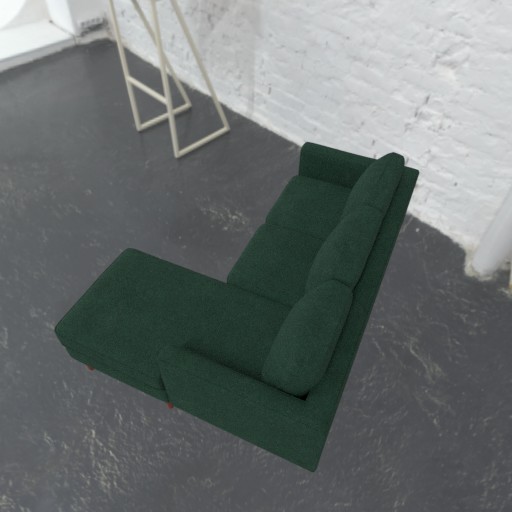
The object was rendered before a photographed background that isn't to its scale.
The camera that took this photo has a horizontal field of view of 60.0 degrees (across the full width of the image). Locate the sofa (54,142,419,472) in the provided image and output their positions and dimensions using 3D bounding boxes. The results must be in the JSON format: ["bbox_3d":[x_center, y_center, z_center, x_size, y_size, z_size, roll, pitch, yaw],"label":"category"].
[{"bbox_3d":[0.000,0.000,2.862,1.580,0.899,2.030,19,51,16],"label":"sofa"}]
